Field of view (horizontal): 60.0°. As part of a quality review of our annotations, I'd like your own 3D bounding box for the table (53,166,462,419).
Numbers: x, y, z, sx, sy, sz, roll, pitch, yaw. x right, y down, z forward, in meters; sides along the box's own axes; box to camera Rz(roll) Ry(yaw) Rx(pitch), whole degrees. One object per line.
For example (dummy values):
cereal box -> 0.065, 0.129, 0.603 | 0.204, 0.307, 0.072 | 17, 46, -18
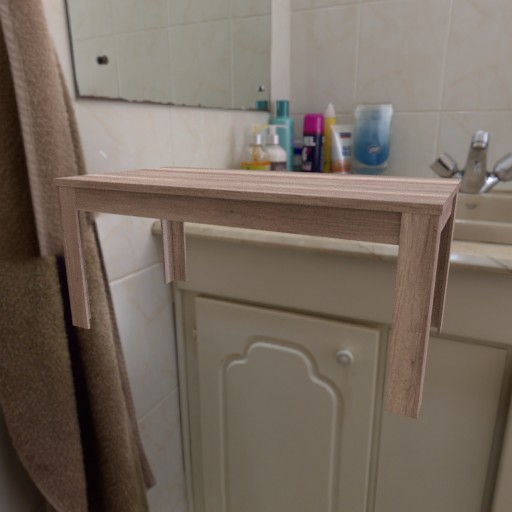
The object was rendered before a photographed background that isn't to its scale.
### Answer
table -> 0.000, 0.000, 2.289 | 1.800, 0.790, 0.900 | 8, 17, 26
